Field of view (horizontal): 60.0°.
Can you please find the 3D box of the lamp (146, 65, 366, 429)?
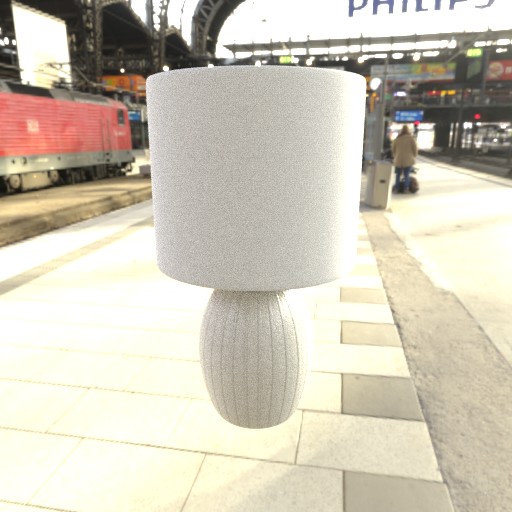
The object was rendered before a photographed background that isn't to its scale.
[{"bbox_3d":[0.000,0.000,0.746,0.328,0.570,0.328,0,15,0],"label":"lamp"}]
